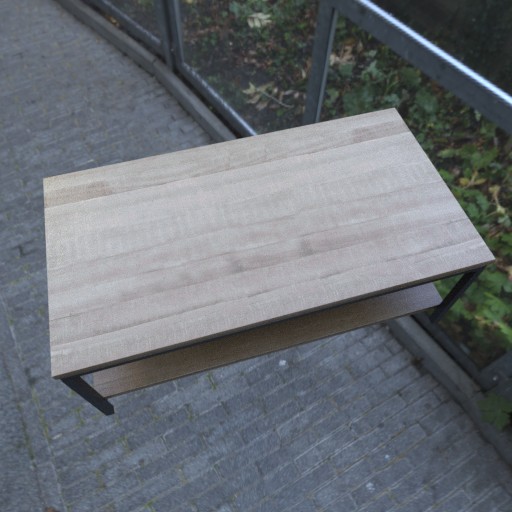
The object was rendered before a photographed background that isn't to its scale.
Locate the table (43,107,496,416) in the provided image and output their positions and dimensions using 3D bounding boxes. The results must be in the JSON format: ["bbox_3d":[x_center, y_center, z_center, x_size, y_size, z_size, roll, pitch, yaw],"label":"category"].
[{"bbox_3d":[0.000,0.000,1.324,1.062,0.393,0.574,-14,59,-8],"label":"table"}]
